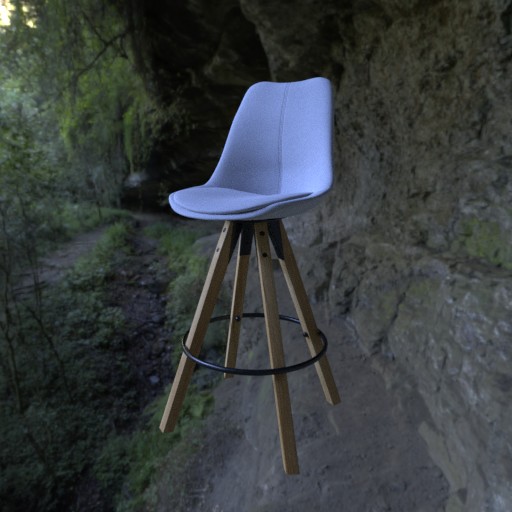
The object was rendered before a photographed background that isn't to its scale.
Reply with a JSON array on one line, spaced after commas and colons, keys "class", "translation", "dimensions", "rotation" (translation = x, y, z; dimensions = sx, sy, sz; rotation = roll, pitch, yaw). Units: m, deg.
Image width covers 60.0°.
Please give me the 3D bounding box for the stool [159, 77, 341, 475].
[{"class": "stool", "translation": [0.000, 0.000, 1.394], "dimensions": [0.484, 1.115, 0.550], "rotation": [6, 14, 26]}]
